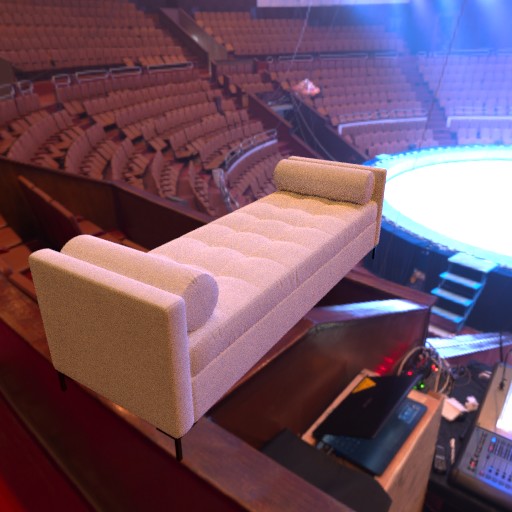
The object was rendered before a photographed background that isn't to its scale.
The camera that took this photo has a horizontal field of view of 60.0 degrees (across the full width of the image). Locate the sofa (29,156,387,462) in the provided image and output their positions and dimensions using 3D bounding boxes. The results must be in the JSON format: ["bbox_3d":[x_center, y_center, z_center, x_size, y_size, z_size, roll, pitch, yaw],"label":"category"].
[{"bbox_3d":[0.000,0.000,2.297,0.686,0.635,1.981,15,29,30],"label":"sofa"}]
